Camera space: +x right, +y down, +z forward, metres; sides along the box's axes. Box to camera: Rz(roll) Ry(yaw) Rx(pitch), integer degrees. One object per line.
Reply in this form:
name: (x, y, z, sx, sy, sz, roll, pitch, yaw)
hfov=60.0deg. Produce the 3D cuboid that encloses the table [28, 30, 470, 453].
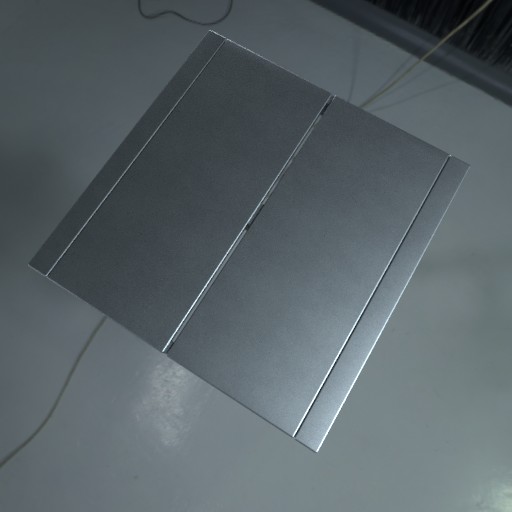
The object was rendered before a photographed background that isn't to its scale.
table: (0.000, 0.000, 0.939, 0.508, 0.508, 0.508, 31, 77, 8)
